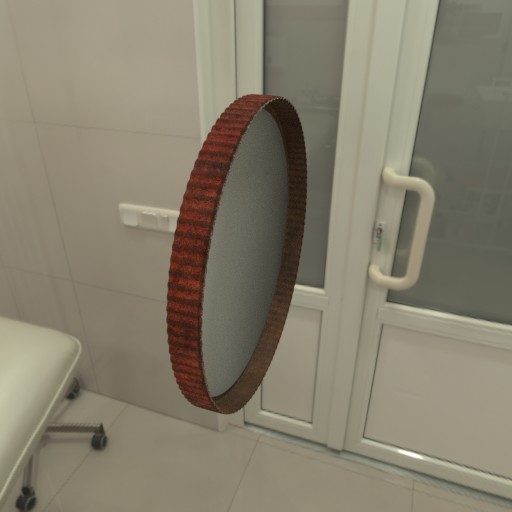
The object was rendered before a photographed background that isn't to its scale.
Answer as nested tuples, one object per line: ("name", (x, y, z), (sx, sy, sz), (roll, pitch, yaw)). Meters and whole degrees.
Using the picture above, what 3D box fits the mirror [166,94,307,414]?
("mirror", (0.000, 0.000, 0.890), (0.056, 0.609, 0.609), (10, 31, 17))
